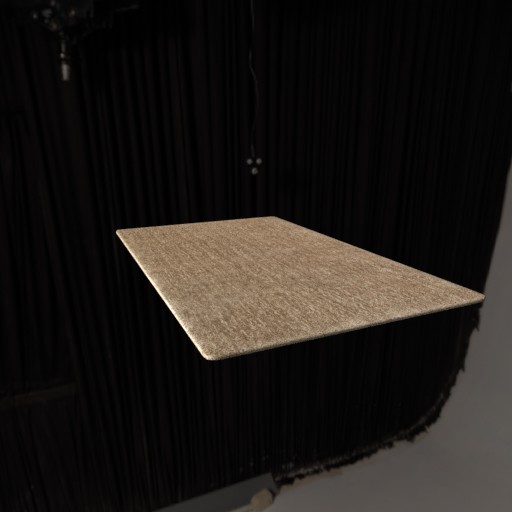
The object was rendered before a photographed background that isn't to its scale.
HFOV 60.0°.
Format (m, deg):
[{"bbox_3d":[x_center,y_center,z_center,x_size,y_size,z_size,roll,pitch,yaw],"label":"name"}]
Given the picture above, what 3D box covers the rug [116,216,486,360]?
[{"bbox_3d":[0.000,0.000,3.059,1.539,0.024,2.469,-7,17,-24],"label":"rug"}]
